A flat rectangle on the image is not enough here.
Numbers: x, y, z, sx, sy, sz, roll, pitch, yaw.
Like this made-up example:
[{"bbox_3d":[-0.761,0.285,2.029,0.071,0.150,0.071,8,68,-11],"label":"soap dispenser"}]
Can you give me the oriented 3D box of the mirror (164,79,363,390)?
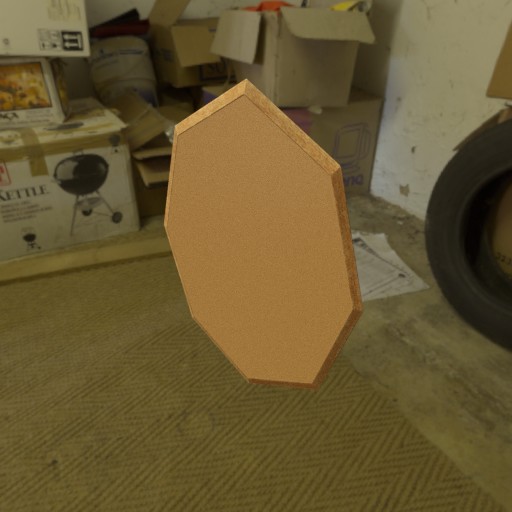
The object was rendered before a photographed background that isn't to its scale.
[{"bbox_3d":[0.000,0.000,1.022,0.577,0.774,0.070,23,37,33],"label":"mirror"}]
